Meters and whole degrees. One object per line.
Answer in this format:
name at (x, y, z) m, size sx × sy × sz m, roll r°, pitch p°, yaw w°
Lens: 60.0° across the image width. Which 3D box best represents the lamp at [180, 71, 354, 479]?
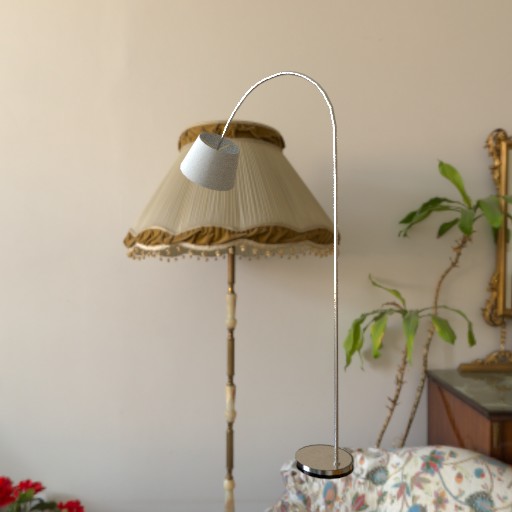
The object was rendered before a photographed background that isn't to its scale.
lamp at (0.000, 0.000, 2.690) m, size 0.406 × 2.098 × 1.445 m, roll 0°, pitch 0°, yaw -37°
